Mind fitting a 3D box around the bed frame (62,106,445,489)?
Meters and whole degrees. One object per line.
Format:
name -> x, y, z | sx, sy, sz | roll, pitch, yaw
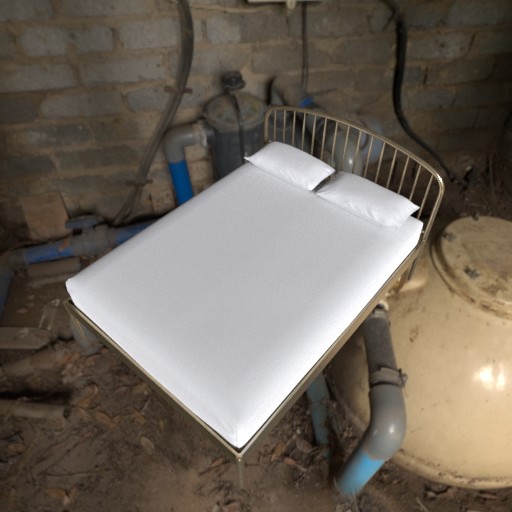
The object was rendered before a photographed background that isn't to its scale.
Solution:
bed frame -> 0.000, 0.000, 3.100 | 1.612, 1.175, 2.152 | 31, 53, 27
